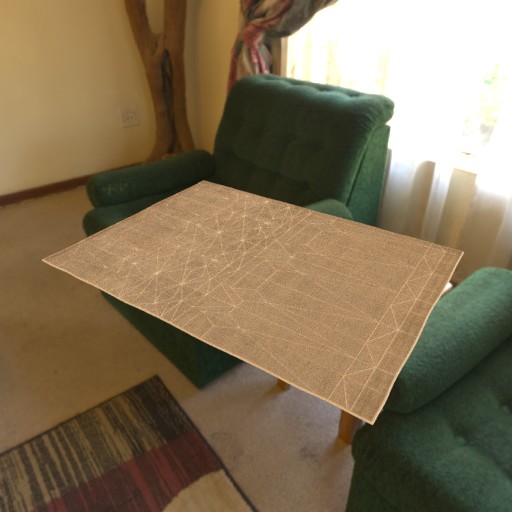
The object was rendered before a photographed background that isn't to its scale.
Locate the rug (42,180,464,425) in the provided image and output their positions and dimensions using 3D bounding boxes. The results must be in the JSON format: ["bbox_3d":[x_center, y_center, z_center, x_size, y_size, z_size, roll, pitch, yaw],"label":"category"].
[{"bbox_3d":[0.000,0.000,4.346,3.357,0.019,2.449,19,37,28],"label":"rug"}]
